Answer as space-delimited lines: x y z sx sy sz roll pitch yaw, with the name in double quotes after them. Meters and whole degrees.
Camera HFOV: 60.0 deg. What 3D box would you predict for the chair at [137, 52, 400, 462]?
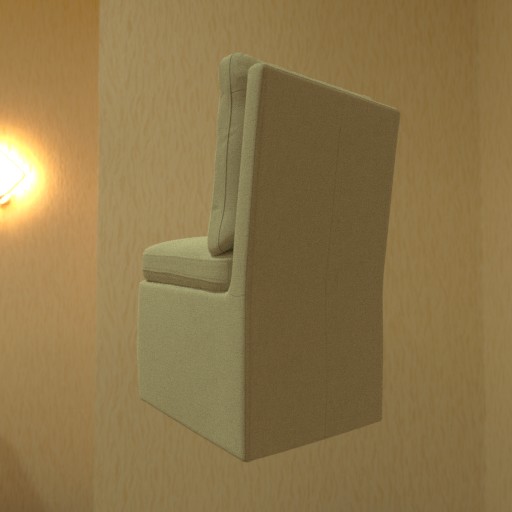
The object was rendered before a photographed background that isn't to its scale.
0.000 0.000 1.327 0.503 0.927 0.698 1 -2 -36 "chair"
